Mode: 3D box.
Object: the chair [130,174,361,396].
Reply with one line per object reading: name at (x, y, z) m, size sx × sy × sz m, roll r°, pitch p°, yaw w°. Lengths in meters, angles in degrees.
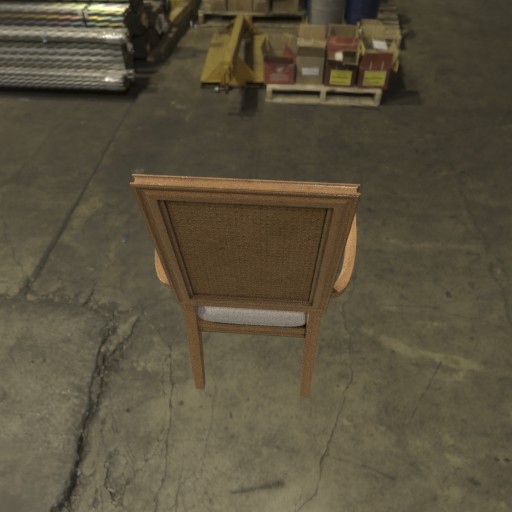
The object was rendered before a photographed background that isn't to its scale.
chair at (0.000, 0.000, 1.359) m, size 0.606 × 0.990 × 0.602 m, roll 3°, pitch 47°, yaw 3°
